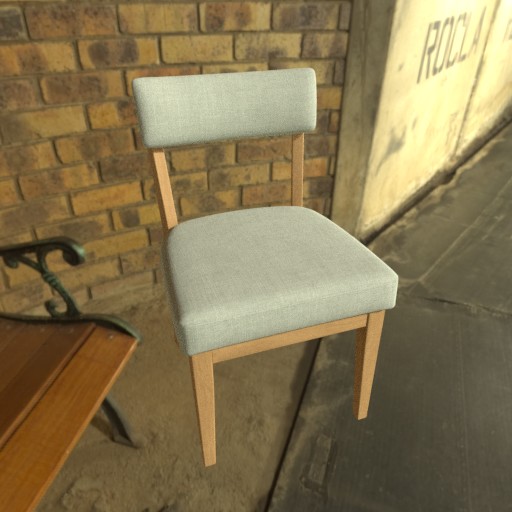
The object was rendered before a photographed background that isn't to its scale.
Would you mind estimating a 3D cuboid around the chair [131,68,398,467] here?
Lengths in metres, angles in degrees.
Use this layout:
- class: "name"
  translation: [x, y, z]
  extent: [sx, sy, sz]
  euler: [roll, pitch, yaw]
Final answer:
- class: "chair"
  translation: [0.000, 0.000, 1.165]
  extent: [0.508, 0.832, 0.572]
  euler: [-10, 34, -16]
